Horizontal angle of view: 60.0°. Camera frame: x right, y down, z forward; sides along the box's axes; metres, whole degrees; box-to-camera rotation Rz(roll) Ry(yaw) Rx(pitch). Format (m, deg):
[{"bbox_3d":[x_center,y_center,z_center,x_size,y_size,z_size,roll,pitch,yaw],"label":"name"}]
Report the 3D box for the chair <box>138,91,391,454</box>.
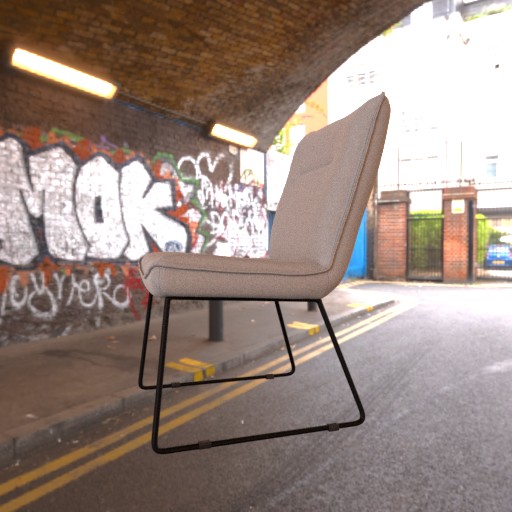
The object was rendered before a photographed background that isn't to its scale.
[{"bbox_3d":[0.000,0.000,1.376,0.688,0.930,0.515,0,1,-18],"label":"chair"}]
